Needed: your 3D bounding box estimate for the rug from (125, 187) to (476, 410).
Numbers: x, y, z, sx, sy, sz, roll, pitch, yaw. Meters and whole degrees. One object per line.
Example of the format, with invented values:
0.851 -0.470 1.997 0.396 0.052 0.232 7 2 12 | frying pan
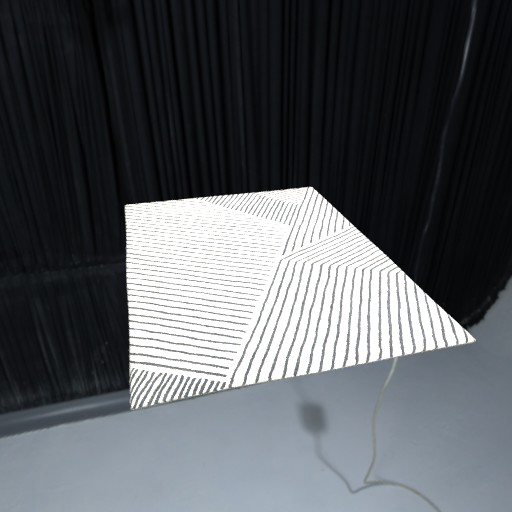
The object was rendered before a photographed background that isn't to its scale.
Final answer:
0.000 0.000 3.228 1.829 0.028 2.449 -7 30 -13 | rug
